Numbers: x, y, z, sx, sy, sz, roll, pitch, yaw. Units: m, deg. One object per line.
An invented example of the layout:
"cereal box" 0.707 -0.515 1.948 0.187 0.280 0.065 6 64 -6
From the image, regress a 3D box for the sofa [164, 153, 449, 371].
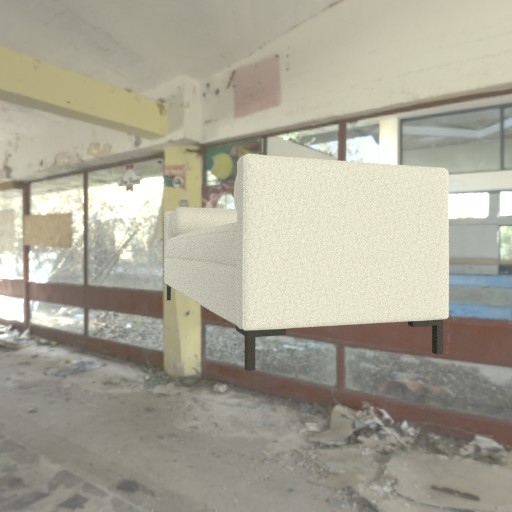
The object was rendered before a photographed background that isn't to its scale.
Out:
"sofa" 0.000 0.000 2.305 0.746 0.641 1.985 0 1 -18
